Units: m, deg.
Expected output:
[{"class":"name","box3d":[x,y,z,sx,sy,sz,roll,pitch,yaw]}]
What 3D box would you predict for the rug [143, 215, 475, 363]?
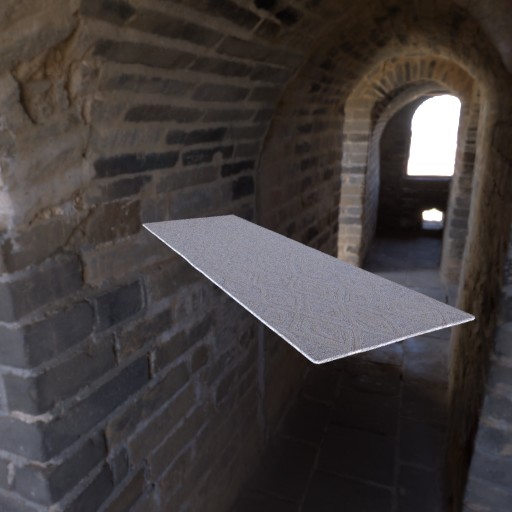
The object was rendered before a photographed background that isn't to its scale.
[{"class":"rug","box3d":[0.000,0.000,2.687,0.807,0.013,2.436,-8,18,-26]}]
